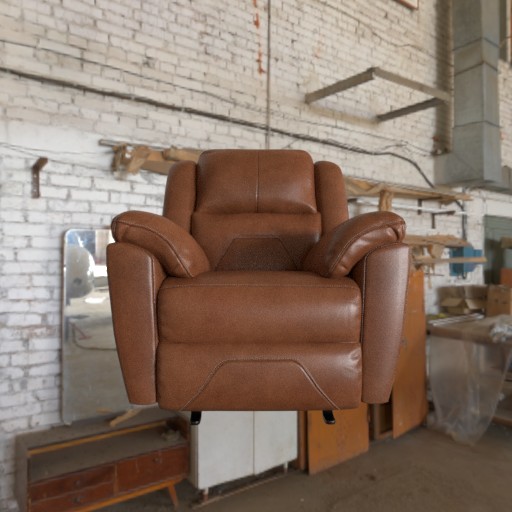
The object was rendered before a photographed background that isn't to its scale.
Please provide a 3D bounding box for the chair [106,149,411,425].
[{"bbox_3d":[0.000,0.000,1.876,0.990,1.093,1.041,0,0,-1],"label":"chair"}]
